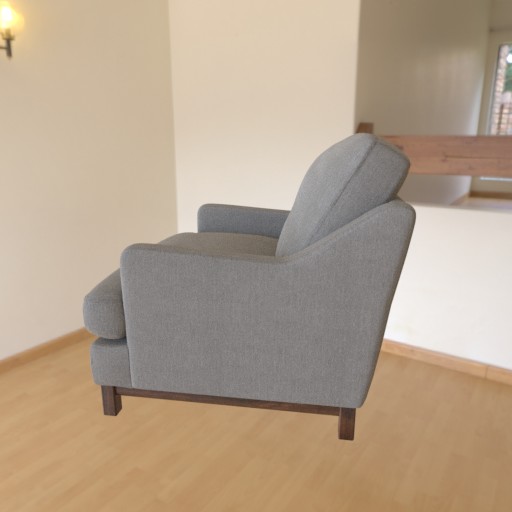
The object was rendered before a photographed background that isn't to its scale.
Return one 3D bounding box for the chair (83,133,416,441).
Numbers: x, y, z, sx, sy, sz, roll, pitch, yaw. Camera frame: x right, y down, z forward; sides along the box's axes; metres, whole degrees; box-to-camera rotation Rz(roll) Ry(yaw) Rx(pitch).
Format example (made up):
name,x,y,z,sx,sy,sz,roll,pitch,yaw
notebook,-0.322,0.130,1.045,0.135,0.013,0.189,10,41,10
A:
name,x,y,z,sx,sy,sz,roll,pitch,yaw
chair,0.000,0.000,1.535,0.892,0.821,0.826,2,16,9
